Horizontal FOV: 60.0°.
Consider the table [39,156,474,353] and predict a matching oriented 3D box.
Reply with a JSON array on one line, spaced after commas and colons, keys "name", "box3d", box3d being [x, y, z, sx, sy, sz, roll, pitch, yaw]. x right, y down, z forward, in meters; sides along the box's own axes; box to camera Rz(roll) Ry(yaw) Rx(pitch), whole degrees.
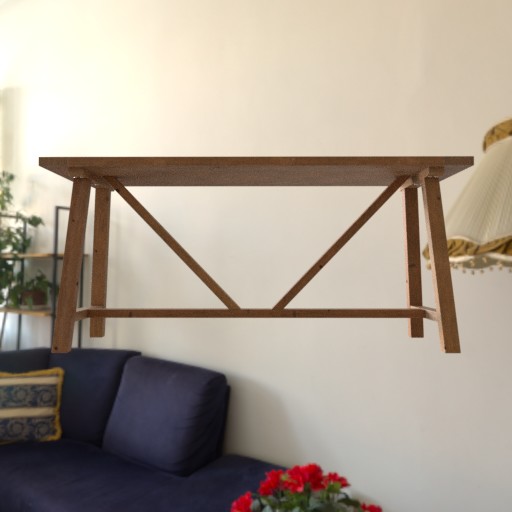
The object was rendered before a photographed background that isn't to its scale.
[{"name": "table", "box3d": [0.000, 0.000, 2.053, 1.800, 0.810, 0.465, 0, -2, 0]}]
